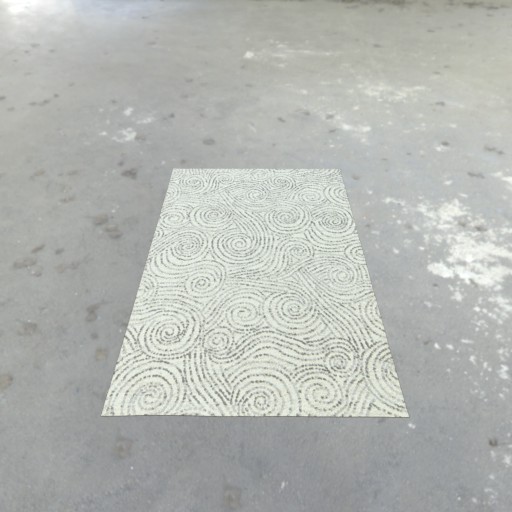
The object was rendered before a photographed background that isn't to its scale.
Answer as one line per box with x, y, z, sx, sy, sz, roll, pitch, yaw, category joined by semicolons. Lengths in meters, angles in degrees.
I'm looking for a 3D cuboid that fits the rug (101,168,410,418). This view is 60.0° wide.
0.000;0.000;3.109;1.524;0.005;2.439;0;41;0;rug
